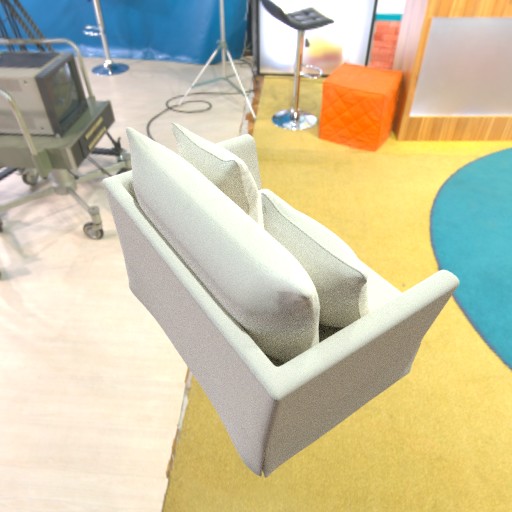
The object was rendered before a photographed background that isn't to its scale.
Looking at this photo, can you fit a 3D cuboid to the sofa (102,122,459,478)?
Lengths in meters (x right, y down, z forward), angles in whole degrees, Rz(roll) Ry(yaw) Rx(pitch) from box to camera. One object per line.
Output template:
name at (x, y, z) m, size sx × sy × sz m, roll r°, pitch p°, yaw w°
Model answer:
sofa at (0.000, 0.000, 2.270) m, size 1.026 × 1.039 × 1.608 m, roll -25°, pitch 47°, yaw -25°
